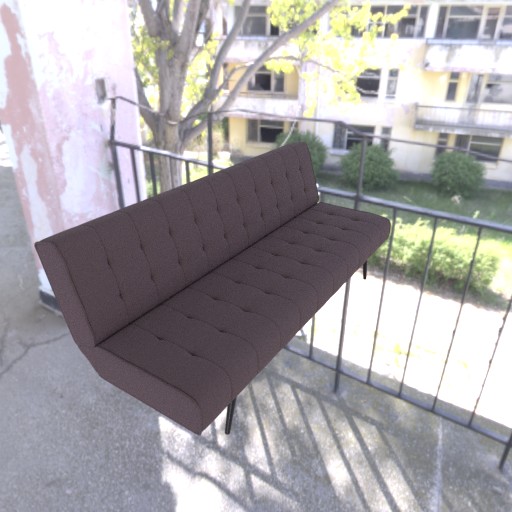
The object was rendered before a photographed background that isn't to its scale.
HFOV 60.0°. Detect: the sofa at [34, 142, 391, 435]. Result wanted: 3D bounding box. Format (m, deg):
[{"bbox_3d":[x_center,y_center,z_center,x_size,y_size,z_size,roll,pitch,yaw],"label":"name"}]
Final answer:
[{"bbox_3d":[0.000,0.000,2.092,0.747,0.699,1.703,17,32,30],"label":"sofa"}]
